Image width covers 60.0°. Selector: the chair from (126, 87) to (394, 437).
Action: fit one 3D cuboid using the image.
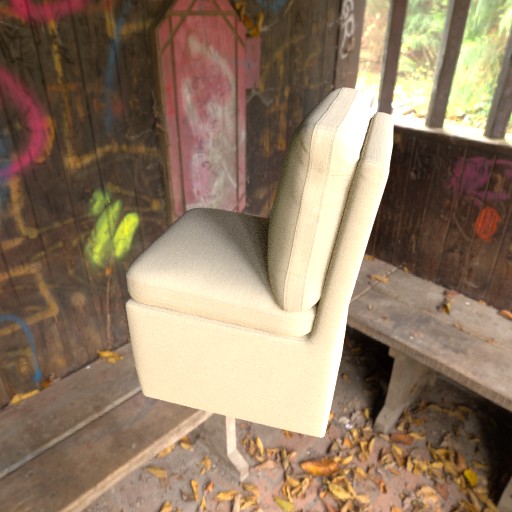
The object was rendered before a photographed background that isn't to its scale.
[{"bbox_3d":[0.000,0.000,1.357,0.698,0.927,0.503,8,31,14],"label":"chair"}]
